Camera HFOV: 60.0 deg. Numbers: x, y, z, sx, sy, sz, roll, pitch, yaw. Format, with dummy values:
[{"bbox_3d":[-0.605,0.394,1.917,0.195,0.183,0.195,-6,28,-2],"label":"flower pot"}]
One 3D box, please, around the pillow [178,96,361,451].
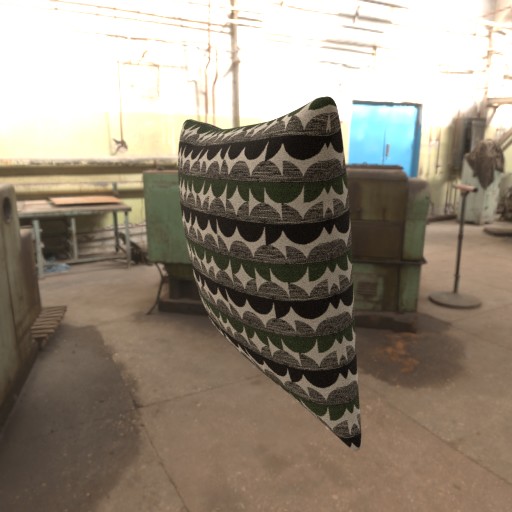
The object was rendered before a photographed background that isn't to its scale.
[{"bbox_3d":[0.000,0.000,0.648,0.180,0.404,0.419,-7,15,-26],"label":"pillow"}]
